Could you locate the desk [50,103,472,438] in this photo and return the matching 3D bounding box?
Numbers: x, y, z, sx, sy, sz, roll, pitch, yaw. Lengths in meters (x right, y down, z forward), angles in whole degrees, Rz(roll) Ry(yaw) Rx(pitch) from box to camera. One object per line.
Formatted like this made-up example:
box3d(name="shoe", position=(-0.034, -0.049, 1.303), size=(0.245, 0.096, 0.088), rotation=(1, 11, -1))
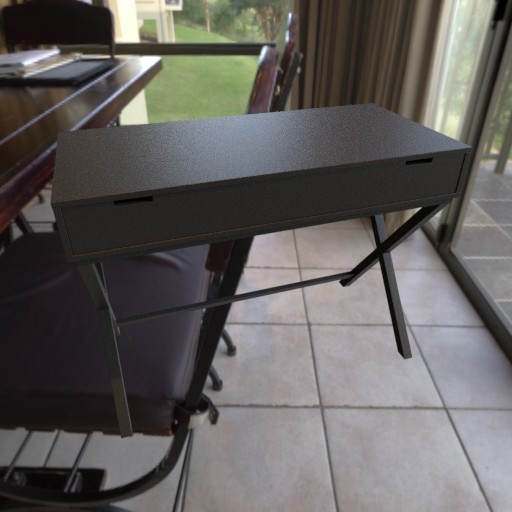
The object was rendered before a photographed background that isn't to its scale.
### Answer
box3d(name="desk", position=(0.000, 0.000, 1.457), size=(1.057, 0.780, 0.504), rotation=(-10, 34, -16))
